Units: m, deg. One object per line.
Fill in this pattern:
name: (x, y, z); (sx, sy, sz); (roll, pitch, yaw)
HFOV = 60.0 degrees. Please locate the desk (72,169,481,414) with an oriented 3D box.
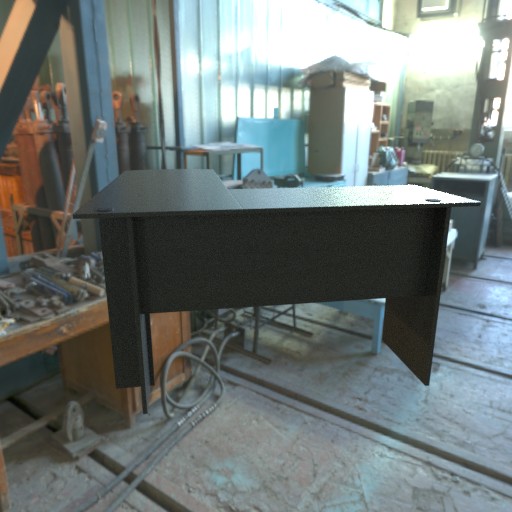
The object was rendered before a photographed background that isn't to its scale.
desk: (0.000, 0.000, 2.129); (1.303, 0.716, 1.361); (-3, 17, -9)
